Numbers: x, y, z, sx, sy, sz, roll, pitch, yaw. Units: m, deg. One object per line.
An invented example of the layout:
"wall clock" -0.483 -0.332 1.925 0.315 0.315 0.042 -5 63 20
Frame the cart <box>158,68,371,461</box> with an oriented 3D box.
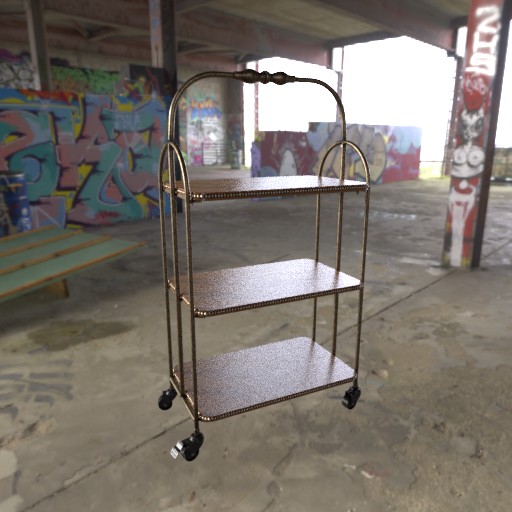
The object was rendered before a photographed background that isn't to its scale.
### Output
"cart" 0.000 0.000 1.342 0.650 1.052 0.330 -7 17 -25
